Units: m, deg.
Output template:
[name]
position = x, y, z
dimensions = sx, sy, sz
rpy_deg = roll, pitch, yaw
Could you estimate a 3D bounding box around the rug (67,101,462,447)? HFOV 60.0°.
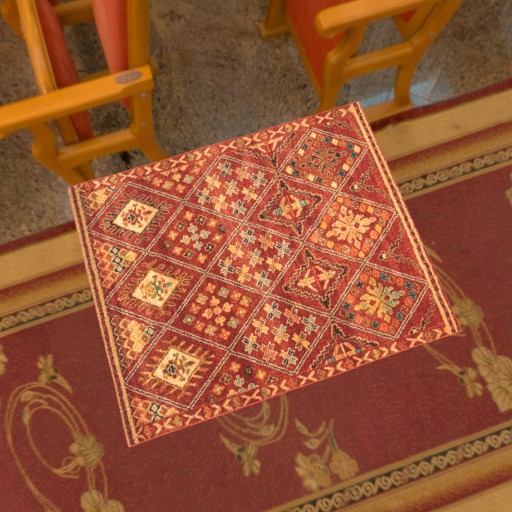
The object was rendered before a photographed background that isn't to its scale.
[rug]
position = 0.000, 0.000, 4.156
dimensions = 3.086, 0.030, 2.489
rpy_deg = -18, 76, -5
